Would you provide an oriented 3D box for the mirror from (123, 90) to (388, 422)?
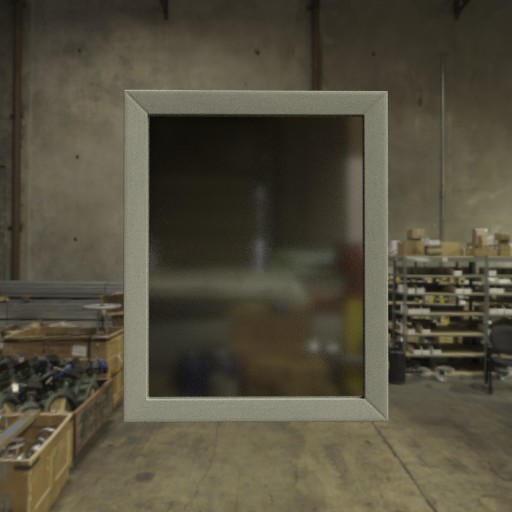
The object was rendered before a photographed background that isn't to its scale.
[{"bbox_3d":[0.000,0.000,0.699,0.405,0.508,0.041,0,0,-1],"label":"mirror"}]
